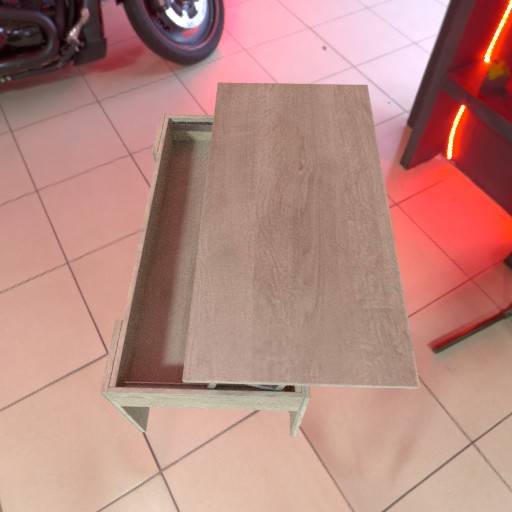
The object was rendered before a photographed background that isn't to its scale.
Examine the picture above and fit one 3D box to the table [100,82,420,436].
[{"bbox_3d":[0.000,0.000,1.437,0.711,0.570,1.000,1,57,1],"label":"table"}]
